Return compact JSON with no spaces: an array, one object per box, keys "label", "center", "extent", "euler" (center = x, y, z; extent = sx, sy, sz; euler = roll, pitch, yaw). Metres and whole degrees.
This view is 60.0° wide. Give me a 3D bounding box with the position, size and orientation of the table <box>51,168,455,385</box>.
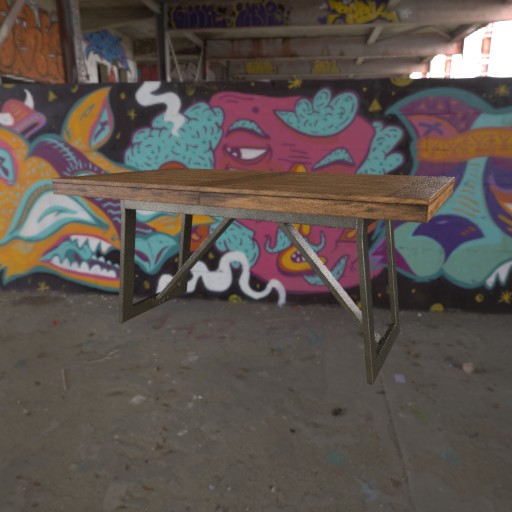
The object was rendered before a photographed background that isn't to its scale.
[{"label":"table","center":[0.000,0.000,2.168],"extent":[1.641,0.757,0.931],"euler":[7,16,27]}]
